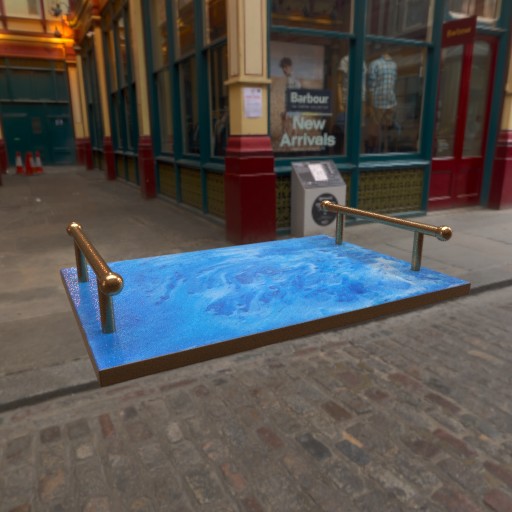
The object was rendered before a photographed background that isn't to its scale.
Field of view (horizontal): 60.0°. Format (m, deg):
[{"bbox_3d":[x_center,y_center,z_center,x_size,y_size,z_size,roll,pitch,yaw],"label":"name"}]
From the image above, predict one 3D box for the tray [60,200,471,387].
[{"bbox_3d":[0.000,0.000,0.569,0.444,0.084,0.304,-8,18,-27],"label":"tray"}]
